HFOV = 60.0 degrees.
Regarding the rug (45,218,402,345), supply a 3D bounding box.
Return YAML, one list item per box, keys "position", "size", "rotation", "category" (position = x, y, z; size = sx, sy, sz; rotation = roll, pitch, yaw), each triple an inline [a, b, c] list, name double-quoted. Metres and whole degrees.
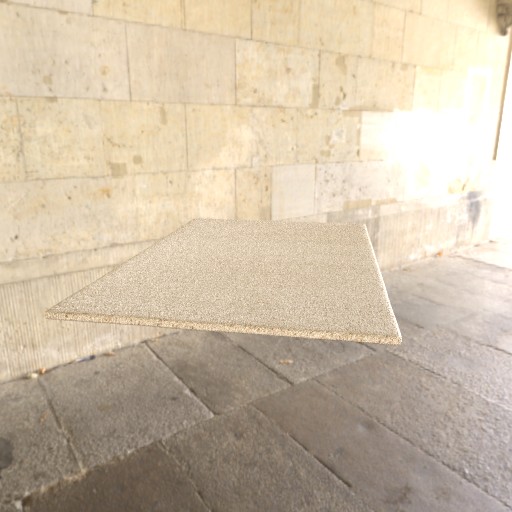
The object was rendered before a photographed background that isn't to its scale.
- position: [0.000, 0.000, 2.303]
  size: [1.219, 0.030, 1.778]
  rotation: [3, 16, 9]
  category: "rug"
